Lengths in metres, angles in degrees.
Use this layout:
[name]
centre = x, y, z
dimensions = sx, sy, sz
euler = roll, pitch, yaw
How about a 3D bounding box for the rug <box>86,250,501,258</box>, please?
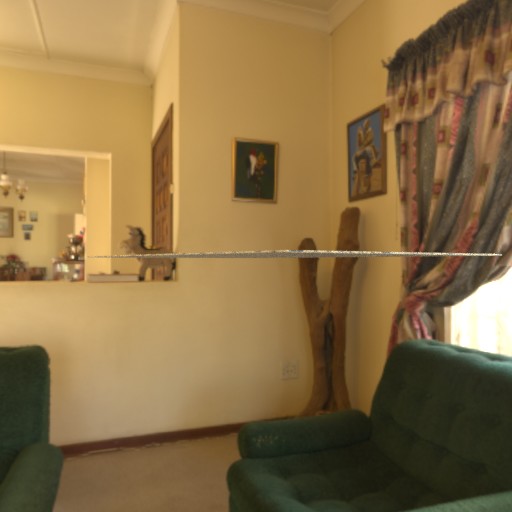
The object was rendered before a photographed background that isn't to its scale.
[rug]
centre = 0.000, 0.000, 1.991
dimensions = 1.035, 0.006, 1.652
euler = 0, -1, -36
